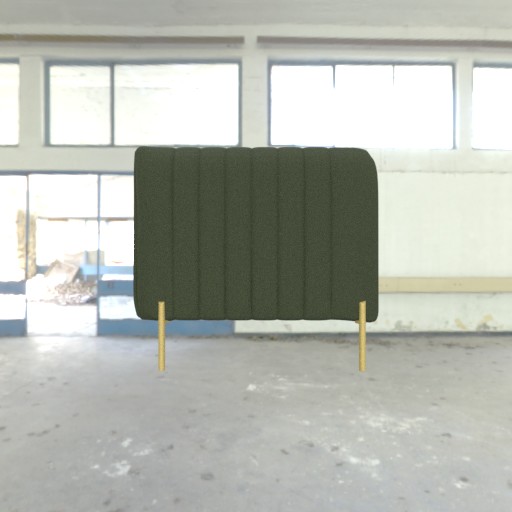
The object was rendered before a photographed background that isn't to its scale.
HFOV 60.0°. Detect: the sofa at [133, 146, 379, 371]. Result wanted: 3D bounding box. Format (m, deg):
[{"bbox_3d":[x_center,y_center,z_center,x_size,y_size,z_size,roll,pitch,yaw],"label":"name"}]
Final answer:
[{"bbox_3d":[0.000,0.000,2.566,0.896,0.793,2.137,0,0,1],"label":"sofa"}]
